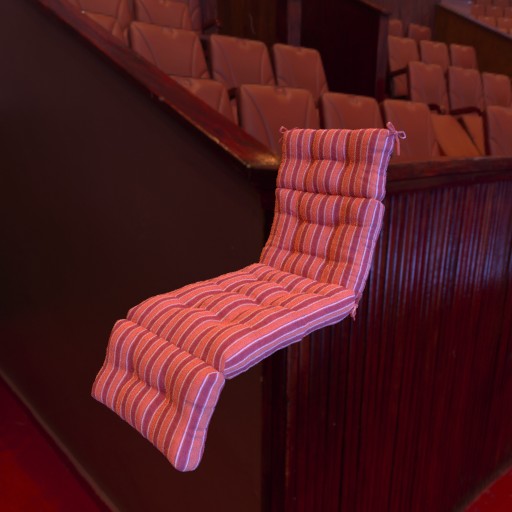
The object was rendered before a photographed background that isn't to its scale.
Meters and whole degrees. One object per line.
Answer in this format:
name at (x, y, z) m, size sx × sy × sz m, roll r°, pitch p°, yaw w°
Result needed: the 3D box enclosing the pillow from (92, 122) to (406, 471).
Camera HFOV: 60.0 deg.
pillow at (0.000, 0.000, 1.479) m, size 0.526 × 0.863 × 1.016 m, roll 15°, pitch 21°, yaw 42°
